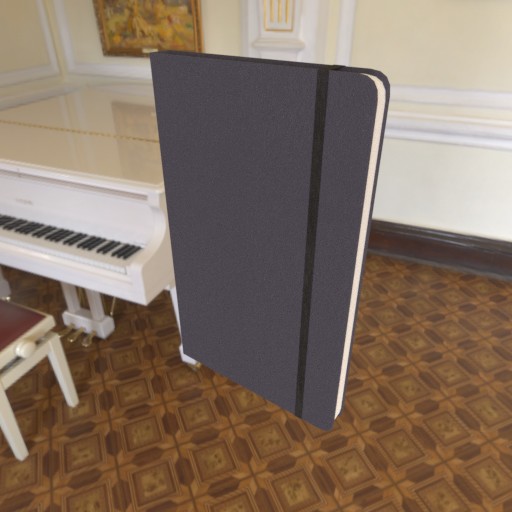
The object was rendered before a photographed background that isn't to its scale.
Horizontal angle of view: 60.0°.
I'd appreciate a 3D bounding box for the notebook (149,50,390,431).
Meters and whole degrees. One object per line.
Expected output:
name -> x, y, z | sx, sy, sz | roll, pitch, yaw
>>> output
notebook -> 0.000, 0.000, 0.261 | 0.127, 0.213, 0.016 | 20, 36, 30
